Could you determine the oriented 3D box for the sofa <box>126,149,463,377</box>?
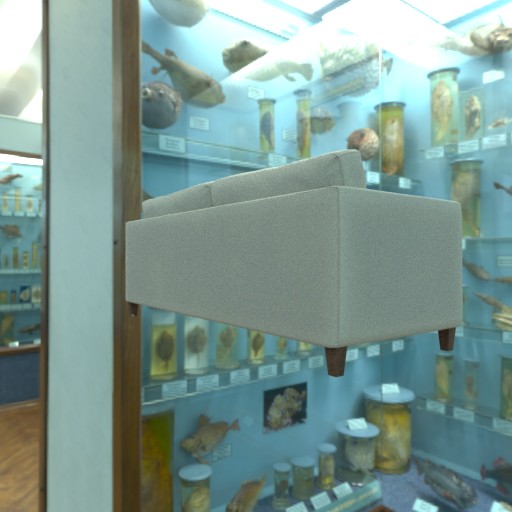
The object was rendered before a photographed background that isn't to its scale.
[{"bbox_3d":[0.000,0.000,2.929,0.951,0.968,2.361,0,0,-36],"label":"sofa"}]
